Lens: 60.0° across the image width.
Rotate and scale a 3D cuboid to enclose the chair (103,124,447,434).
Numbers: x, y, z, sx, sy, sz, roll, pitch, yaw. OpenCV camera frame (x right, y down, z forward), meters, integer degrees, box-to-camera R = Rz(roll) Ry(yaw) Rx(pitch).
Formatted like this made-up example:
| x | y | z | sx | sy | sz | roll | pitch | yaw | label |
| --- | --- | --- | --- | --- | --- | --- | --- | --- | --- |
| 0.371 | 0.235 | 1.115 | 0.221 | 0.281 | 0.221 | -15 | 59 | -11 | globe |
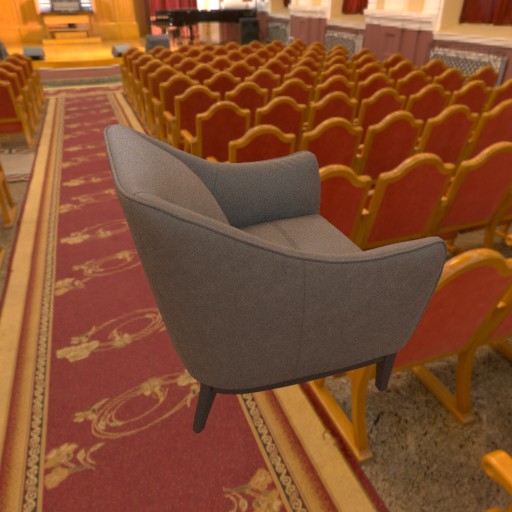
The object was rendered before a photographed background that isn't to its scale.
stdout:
| x | y | z | sx | sy | sz | roll | pitch | yaw | label |
| --- | --- | --- | --- | --- | --- | --- | --- | --- | --- |
| 0.000 | 0.000 | 1.519 | 0.852 | 0.830 | 0.871 | -10 | 32 | -17 | chair |
